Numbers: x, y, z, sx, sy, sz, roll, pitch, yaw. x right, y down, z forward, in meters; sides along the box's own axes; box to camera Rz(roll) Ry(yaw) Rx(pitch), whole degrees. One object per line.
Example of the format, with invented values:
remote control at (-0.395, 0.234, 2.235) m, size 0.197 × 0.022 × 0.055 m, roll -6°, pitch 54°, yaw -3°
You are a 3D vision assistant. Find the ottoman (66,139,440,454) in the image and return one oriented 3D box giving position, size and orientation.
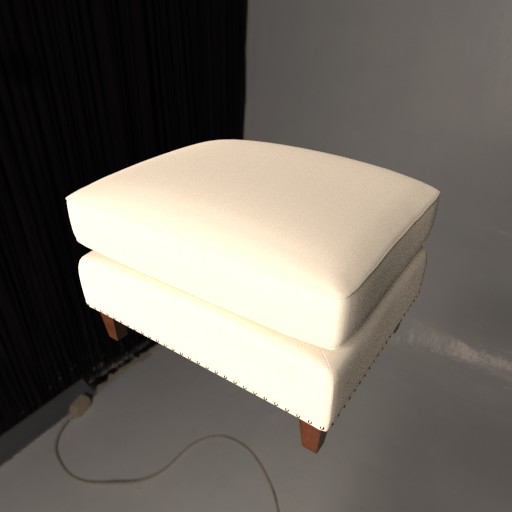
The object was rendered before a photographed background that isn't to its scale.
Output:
ottoman at (0.000, 0.000, 1.165) m, size 0.741 × 0.513 × 0.584 m, roll 19°, pitch 35°, yaw 30°
